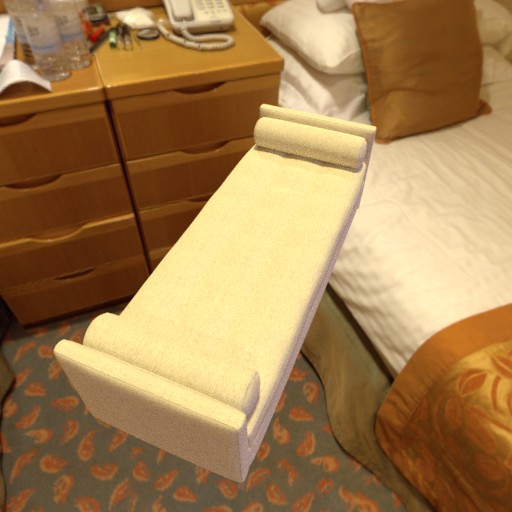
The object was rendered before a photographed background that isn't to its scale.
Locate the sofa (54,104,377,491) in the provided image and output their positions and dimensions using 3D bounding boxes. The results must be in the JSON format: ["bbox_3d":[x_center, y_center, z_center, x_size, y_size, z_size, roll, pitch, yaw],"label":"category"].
[{"bbox_3d":[0.000,0.000,2.432,0.797,0.655,2.102,17,49,16],"label":"sofa"}]
